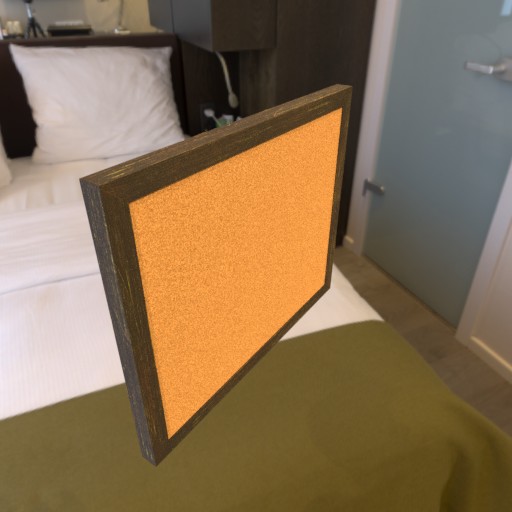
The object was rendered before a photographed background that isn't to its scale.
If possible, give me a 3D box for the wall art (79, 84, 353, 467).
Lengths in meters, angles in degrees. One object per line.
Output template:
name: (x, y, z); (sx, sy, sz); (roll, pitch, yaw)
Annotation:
wall art: (0.000, 0.000, 0.746); (0.032, 0.457, 0.558); (21, 38, 30)
